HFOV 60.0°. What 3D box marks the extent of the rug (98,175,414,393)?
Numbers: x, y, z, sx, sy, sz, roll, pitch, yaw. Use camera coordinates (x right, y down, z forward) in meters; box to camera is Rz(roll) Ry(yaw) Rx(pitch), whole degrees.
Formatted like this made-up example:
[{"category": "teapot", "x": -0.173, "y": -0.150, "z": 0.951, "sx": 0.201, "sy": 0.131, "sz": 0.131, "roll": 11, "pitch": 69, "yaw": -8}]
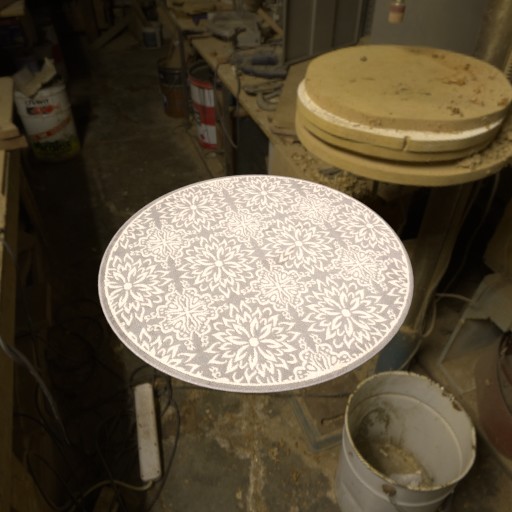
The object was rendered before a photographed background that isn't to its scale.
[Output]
[{"category": "rug", "x": 0.000, "y": 0.000, "z": 2.314, "sx": 1.593, "sy": 0.012, "sz": 1.593, "roll": 0, "pitch": 42, "yaw": 0}]
